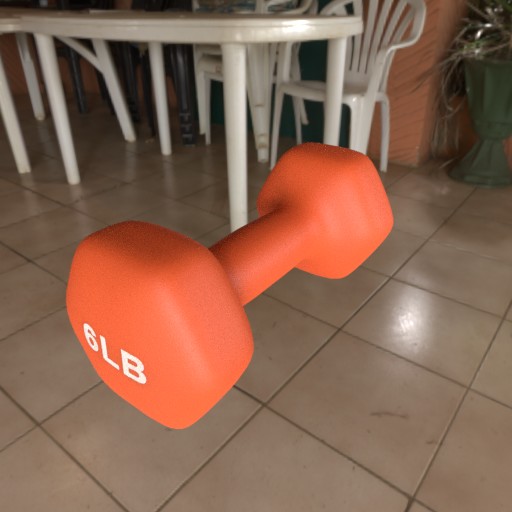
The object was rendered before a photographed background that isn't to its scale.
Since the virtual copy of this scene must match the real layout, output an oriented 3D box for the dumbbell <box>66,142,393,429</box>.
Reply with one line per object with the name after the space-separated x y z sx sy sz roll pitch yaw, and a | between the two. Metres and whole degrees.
0.000 0.000 0.205 0.079 0.071 0.162 21 36 32 | dumbbell
